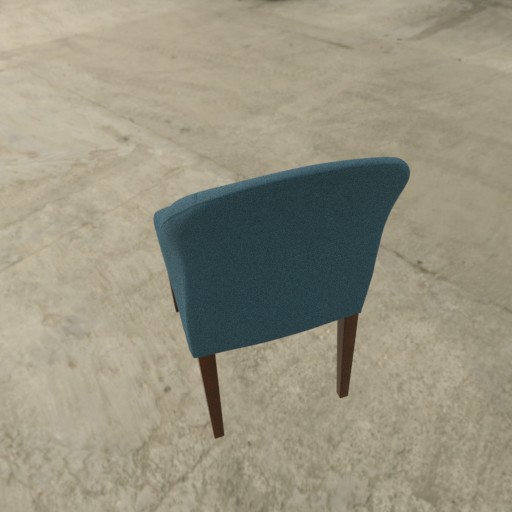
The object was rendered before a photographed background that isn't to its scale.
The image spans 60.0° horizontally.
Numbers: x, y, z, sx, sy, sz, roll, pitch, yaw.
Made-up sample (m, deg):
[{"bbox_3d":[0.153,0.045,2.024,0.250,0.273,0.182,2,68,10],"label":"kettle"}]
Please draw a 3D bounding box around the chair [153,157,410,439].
[{"bbox_3d":[0.000,0.000,1.225,0.507,0.879,0.620,-13,43,-14],"label":"chair"}]
